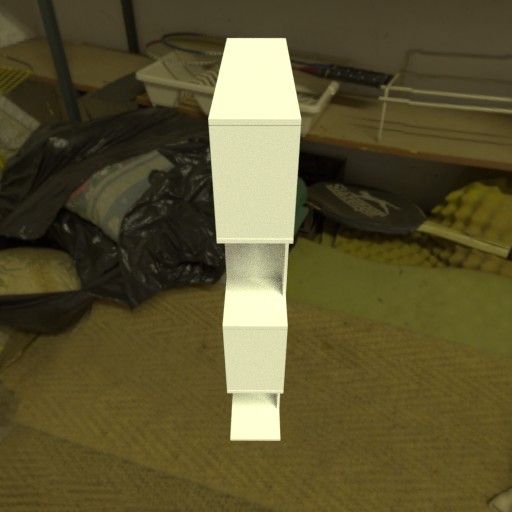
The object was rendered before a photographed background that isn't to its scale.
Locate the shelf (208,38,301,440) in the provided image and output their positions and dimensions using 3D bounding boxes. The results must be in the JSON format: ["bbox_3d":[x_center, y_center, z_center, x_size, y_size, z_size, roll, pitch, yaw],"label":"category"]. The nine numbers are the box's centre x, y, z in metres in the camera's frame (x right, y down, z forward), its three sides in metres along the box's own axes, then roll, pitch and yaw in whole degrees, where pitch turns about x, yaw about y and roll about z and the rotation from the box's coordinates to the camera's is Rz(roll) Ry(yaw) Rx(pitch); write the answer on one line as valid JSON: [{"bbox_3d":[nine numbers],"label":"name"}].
[{"bbox_3d":[0.000,0.000,2.046,0.250,1.650,0.890,0,39,0],"label":"shelf"}]
